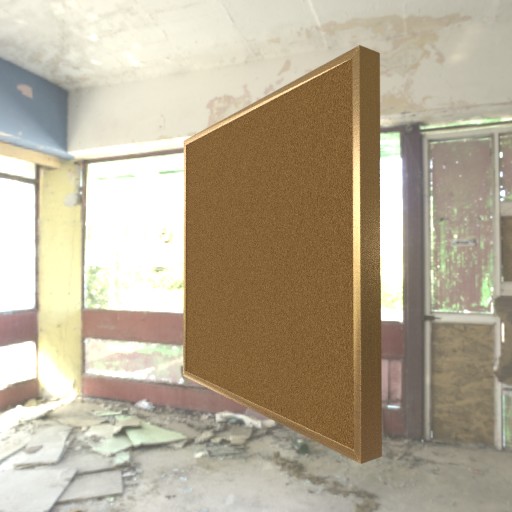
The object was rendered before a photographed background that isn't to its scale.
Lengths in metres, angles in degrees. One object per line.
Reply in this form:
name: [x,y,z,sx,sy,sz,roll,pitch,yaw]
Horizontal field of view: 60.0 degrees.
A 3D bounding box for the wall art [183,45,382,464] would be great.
wall art: [0.000,0.000,0.753,0.037,0.505,0.505,1,-1,-34]
